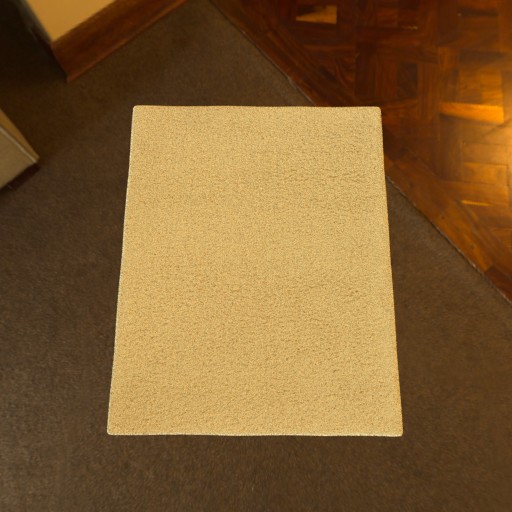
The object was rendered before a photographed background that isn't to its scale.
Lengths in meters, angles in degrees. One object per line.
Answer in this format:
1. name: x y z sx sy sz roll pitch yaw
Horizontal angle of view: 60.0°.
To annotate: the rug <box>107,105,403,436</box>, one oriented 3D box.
1. rug: 0.000 0.000 4.017 2.438 0.029 3.047 0 76 0
